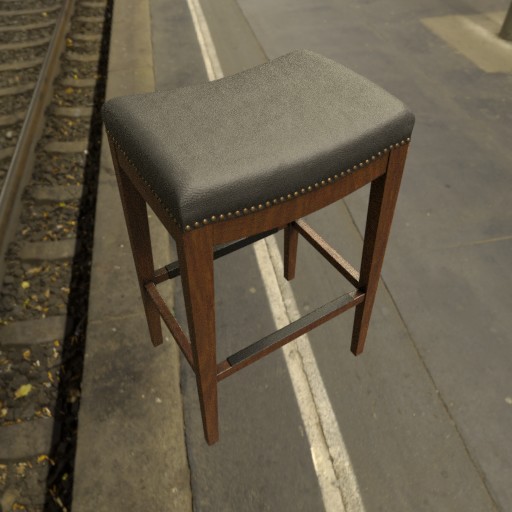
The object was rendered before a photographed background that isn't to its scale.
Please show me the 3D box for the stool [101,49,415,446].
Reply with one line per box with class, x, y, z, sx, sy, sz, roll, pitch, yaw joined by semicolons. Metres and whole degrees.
stool;0.000;0.000;1.017;0.500;0.765;0.361;-24;51;-22
